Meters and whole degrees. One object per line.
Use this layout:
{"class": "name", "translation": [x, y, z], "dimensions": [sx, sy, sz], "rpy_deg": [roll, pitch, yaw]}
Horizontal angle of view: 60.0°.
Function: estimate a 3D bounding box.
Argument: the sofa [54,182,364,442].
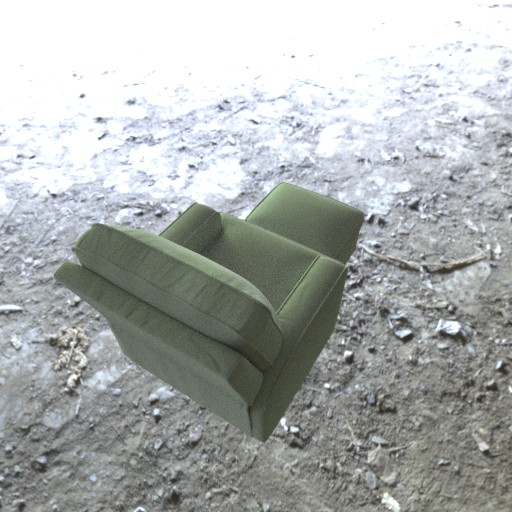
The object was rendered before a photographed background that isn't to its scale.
{"class": "sofa", "translation": [0.000, 0.000, 2.077], "dimensions": [0.861, 0.959, 1.472], "rpy_deg": [25, 51, 22]}
